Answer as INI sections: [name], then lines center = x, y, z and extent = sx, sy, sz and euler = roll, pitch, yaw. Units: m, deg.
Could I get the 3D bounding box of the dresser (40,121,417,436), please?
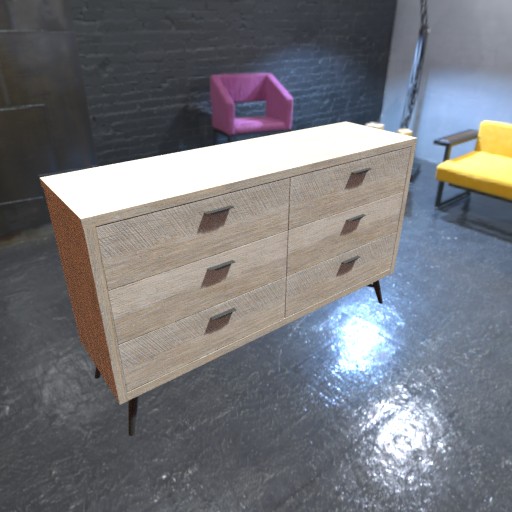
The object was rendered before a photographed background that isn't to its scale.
[dresser]
center = 0.000, 0.000, 1.989
extent = 1.524, 0.914, 0.457
euler = -20, 34, -32
